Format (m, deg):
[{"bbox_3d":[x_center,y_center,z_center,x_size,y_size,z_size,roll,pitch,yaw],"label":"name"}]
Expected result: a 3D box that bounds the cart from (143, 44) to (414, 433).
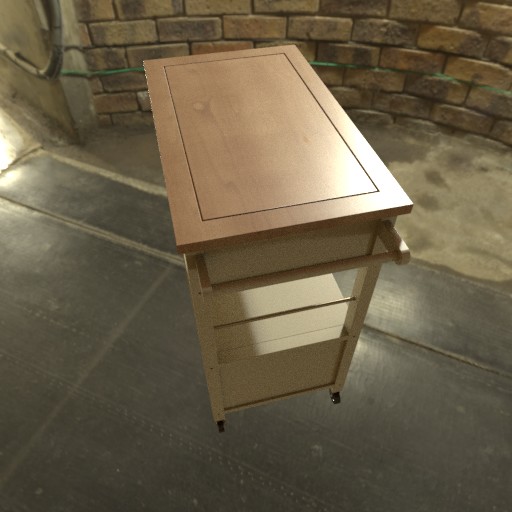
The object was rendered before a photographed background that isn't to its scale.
[{"bbox_3d":[0.000,0.000,1.371,0.459,0.901,0.840,-10,48,-9],"label":"cart"}]
